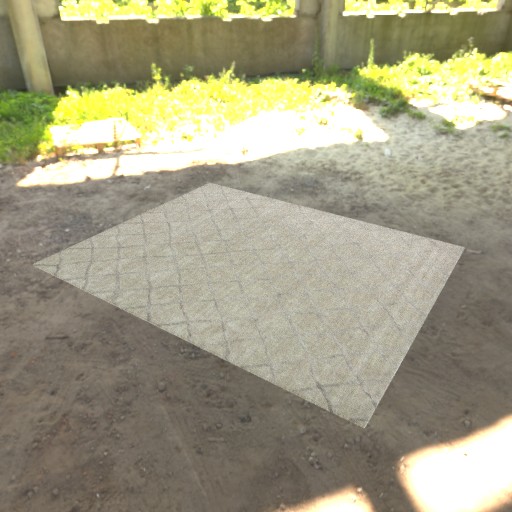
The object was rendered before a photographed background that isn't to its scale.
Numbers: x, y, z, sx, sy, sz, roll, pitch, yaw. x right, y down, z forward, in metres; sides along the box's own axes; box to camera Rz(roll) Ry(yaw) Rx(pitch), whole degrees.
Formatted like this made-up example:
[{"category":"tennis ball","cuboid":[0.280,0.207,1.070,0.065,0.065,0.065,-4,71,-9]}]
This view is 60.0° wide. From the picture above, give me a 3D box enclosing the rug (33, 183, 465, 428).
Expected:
[{"category":"rug","cuboid":[0.000,0.000,3.978,3.038,0.019,2.420,19,35,29]}]
